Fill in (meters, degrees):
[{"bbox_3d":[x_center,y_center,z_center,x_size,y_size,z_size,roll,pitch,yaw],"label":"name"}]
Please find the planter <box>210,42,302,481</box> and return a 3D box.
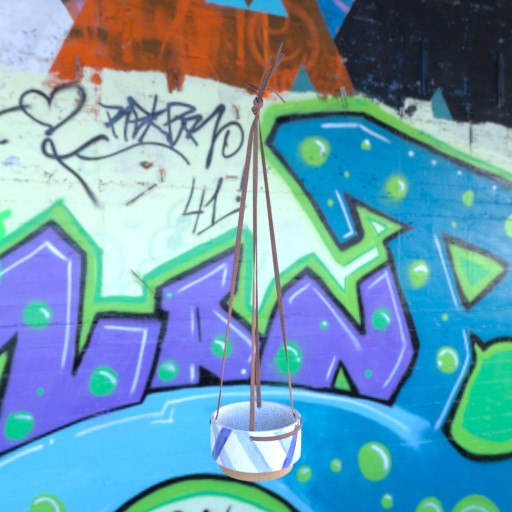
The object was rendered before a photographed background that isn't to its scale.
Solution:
[{"bbox_3d":[0.000,0.000,0.805,0.166,0.751,0.166,0,0,-17],"label":"planter"}]
